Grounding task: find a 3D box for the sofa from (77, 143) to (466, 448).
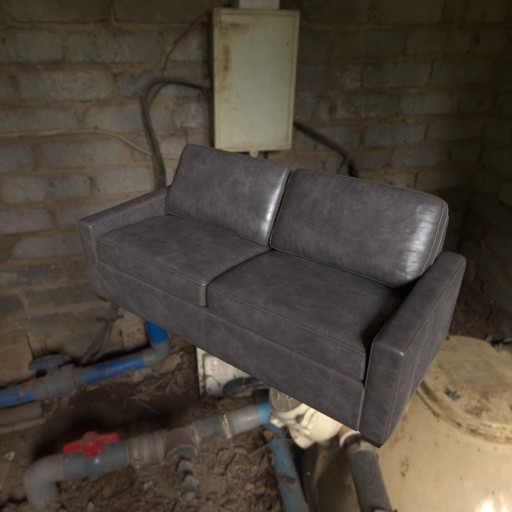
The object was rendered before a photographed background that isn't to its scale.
[{"bbox_3d":[0.000,0.000,2.564,2.081,0.916,0.939,19,35,31],"label":"sofa"}]
